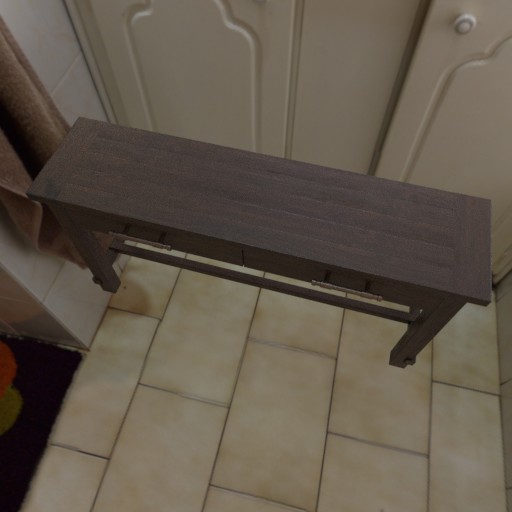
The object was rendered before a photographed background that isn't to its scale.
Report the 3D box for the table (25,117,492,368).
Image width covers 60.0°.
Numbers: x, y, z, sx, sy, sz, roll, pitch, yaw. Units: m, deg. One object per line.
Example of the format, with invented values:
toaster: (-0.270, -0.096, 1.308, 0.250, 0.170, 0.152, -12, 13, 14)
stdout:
table: (0.000, 0.000, 1.882, 1.599, 0.762, 0.442, 13, 59, 8)
